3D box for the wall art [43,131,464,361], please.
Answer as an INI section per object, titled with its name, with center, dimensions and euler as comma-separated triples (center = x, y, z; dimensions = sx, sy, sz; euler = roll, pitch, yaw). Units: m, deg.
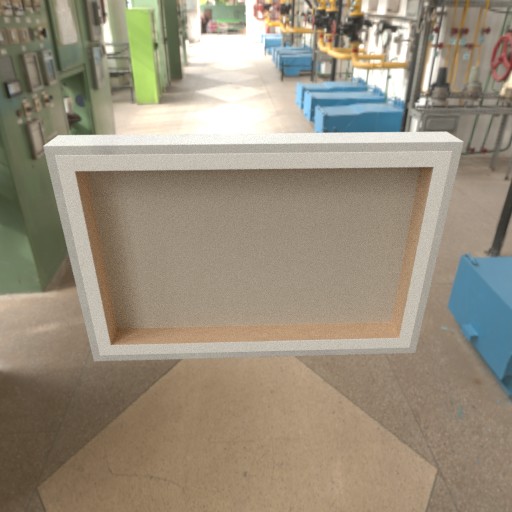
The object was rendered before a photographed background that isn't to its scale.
[wall art]
center = 0.000, 0.000, 0.480
dimensions = 0.381, 0.254, 0.038
euler = -1, 29, -2
